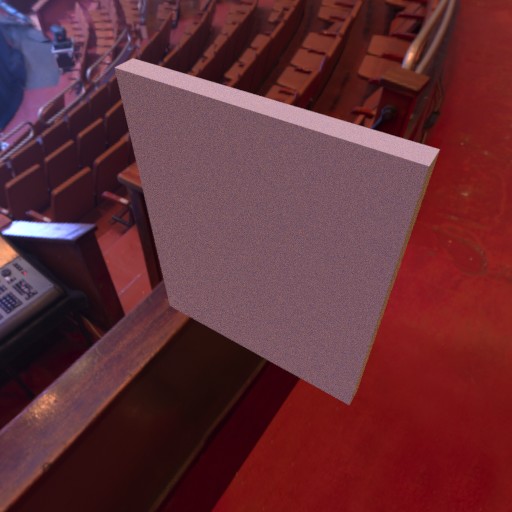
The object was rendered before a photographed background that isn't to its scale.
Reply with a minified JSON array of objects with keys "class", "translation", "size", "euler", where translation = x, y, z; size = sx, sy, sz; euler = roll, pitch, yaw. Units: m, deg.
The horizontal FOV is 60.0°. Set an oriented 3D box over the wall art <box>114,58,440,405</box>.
[{"class":"wall art","translation":[0.000,0.000,0.755],"size":[0.451,0.553,0.039],"euler":[25,51,22]}]
